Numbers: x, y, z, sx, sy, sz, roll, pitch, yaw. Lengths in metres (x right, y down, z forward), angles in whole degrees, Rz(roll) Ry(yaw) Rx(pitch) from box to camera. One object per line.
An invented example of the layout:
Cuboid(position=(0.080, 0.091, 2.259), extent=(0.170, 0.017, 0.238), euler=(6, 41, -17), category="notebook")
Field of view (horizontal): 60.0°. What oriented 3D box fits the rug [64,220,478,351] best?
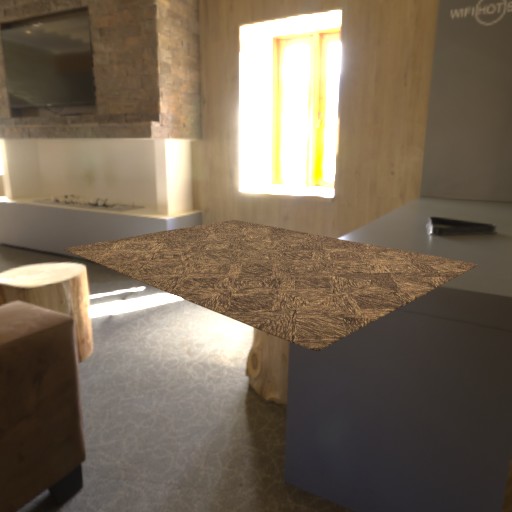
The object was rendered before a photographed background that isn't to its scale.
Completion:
Cuboid(position=(0.000, 0.000, 5.343), extent=(4.093, 0.020, 2.997), euler=(14, 20, 43), category="rug")
